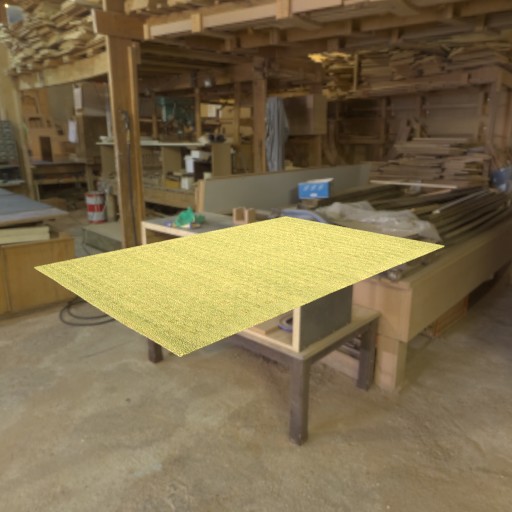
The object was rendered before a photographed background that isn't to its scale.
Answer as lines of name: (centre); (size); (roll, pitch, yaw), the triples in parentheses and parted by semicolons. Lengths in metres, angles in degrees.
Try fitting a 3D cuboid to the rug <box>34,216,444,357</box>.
rug: (0.000, 0.000, 2.937); (2.297, 0.007, 1.529); (-15, 22, -42)
